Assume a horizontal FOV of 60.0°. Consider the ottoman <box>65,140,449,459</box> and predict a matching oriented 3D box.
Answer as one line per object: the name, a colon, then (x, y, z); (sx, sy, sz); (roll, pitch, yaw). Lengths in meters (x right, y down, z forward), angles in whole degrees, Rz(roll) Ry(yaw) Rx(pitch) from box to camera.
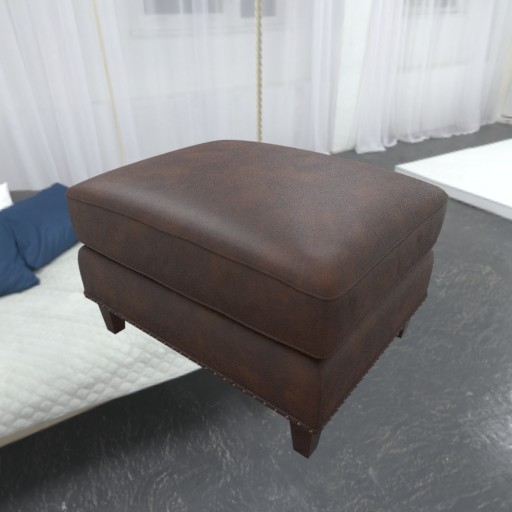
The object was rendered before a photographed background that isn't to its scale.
ottoman: (0.000, 0.000, 1.135); (0.742, 0.486, 0.586); (21, 35, 33)
